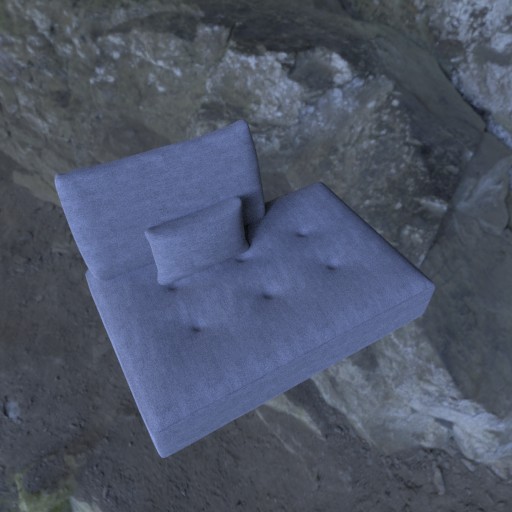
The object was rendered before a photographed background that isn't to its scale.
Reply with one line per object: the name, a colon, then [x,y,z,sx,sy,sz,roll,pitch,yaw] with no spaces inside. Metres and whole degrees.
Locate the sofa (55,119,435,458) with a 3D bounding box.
sofa: [0.000,0.000,2.054,1.450,0.820,1.002,-23,51,-20]
